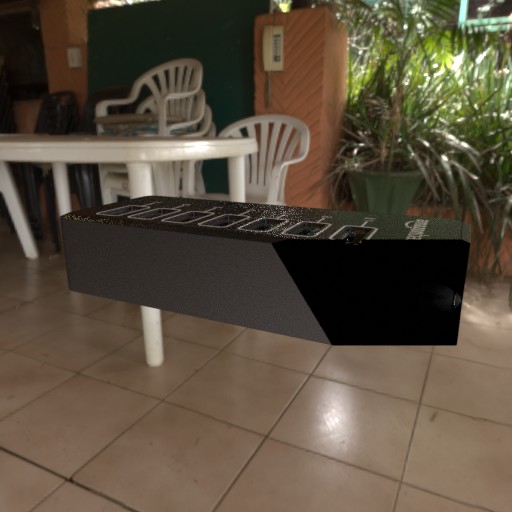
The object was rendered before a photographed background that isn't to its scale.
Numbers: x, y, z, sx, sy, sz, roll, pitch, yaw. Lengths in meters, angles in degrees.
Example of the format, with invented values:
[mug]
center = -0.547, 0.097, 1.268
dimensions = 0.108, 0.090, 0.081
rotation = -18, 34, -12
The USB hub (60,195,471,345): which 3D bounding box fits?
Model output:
[USB hub]
center = 0.000, 0.000, 0.128
dimensions = 0.110, 0.023, 0.044
rotation = 8, 18, 24
